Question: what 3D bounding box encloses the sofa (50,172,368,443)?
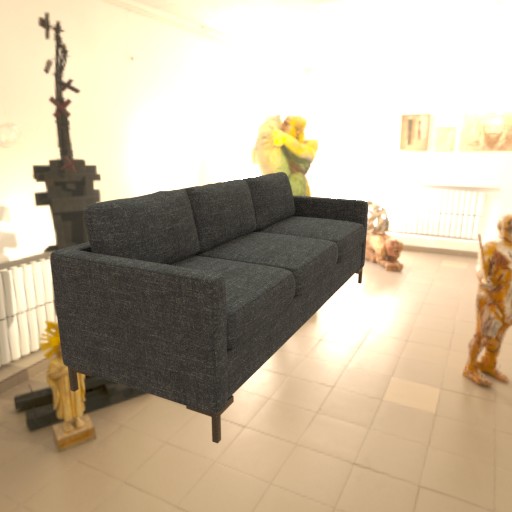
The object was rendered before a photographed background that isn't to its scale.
[{"bbox_3d":[0.000,0.000,2.697,0.859,0.874,2.218,8,17,26],"label":"sofa"}]
